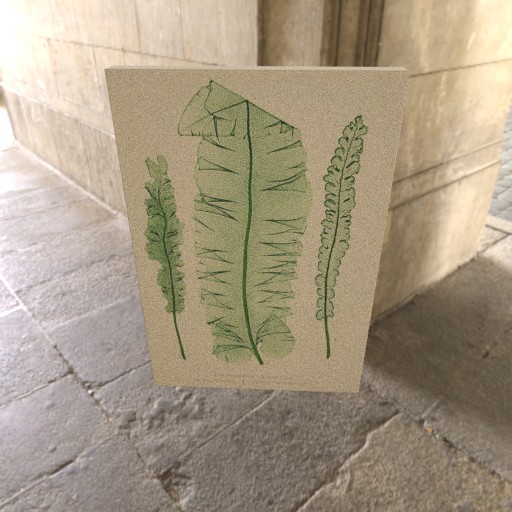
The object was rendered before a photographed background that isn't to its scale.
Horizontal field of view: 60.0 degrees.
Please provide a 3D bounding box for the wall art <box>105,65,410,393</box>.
[{"bbox_3d":[0.000,0.000,0.773,0.418,0.608,0.038,1,30,2],"label":"wall art"}]
